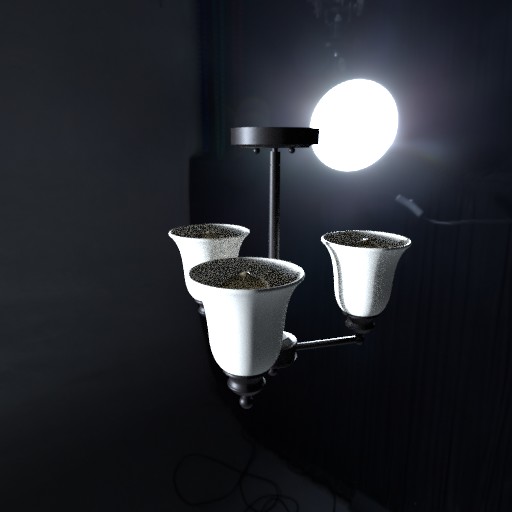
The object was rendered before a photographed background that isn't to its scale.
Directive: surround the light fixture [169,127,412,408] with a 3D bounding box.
[{"bbox_3d":[0.000,0.000,0.673,0.354,0.370,0.388,14,20,43],"label":"light fixture"}]
